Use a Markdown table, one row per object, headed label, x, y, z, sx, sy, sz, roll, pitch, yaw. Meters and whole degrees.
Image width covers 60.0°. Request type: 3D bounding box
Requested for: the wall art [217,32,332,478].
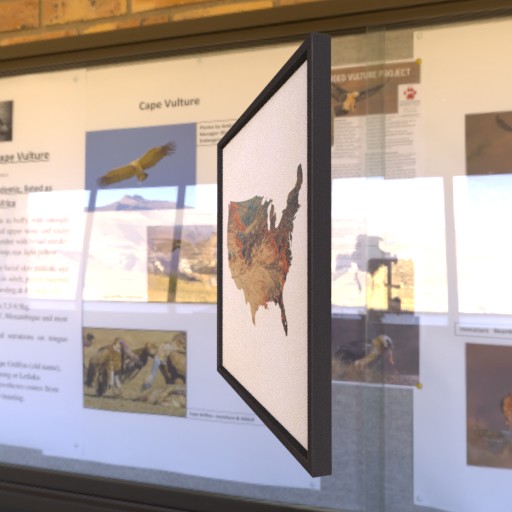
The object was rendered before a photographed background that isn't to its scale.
| label | x | y | z | sx | sy | sz | roll | pitch | yaw |
| --- | --- | --- | --- | --- | --- | --- | --- | --- | --- |
| wall art | 0.000 | 0.000 | 0.448 | 0.015 | 0.303 | 0.304 | 0 | -1 | -17 |
